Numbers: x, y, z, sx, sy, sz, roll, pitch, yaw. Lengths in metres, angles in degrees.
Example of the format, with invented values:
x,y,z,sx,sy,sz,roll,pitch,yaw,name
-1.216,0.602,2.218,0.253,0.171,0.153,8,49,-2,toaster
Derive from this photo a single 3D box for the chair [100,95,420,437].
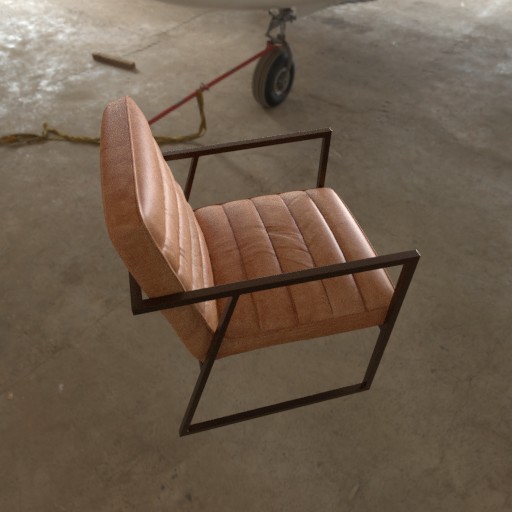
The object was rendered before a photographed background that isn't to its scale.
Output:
x,y,z,sx,sy,sz,roll,pitch,yaw,name
0.000,0.000,1.267,0.677,0.832,0.571,-10,47,-10,chair
